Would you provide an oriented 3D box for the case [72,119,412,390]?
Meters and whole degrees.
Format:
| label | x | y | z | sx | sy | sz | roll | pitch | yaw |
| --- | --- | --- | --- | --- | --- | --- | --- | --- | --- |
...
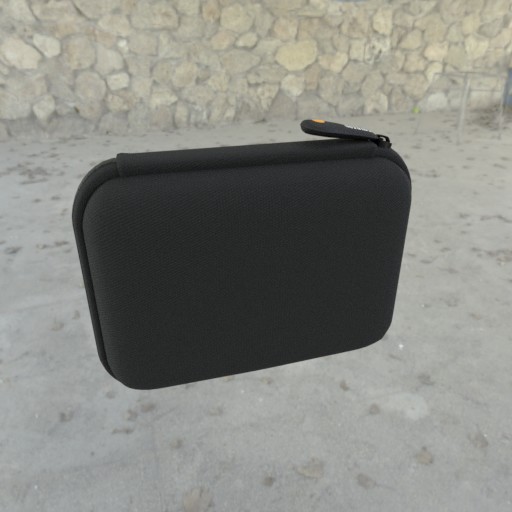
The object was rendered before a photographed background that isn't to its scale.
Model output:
| label | x | y | z | sx | sy | sz | roll | pitch | yaw |
| --- | --- | --- | --- | --- | --- | --- | --- | --- | --- |
| case | 0.000 | 0.000 | 0.179 | 0.132 | 0.105 | 0.038 | -7 | 27 | -15 |
